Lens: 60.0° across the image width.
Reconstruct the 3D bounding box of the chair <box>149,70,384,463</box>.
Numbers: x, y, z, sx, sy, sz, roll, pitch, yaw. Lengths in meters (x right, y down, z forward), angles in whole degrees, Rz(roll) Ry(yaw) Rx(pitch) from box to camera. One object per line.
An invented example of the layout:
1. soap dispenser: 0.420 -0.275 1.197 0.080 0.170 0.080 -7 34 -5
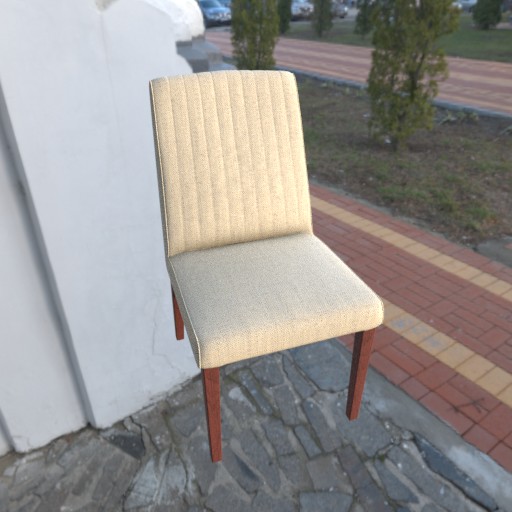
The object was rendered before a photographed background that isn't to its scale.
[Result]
1. chair: 0.000 0.000 1.247 0.480 0.900 0.594 -10 32 -16
